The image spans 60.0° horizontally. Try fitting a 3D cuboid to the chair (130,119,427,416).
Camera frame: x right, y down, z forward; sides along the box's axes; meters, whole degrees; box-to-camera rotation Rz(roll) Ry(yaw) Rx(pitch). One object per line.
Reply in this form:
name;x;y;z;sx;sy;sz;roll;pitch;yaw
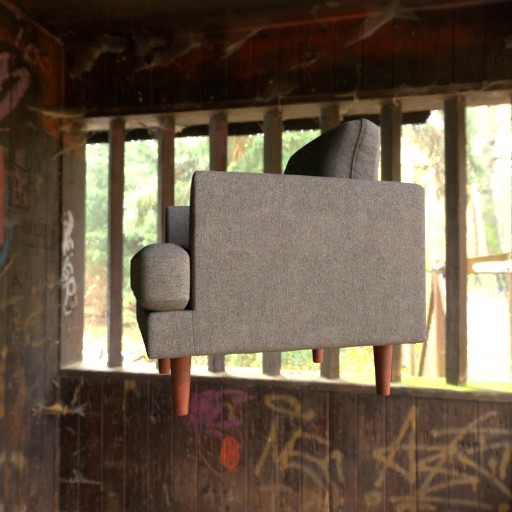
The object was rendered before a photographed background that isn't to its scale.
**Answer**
chair;0.000;0.000;1.672;0.899;0.957;0.858;0;-1;-17
